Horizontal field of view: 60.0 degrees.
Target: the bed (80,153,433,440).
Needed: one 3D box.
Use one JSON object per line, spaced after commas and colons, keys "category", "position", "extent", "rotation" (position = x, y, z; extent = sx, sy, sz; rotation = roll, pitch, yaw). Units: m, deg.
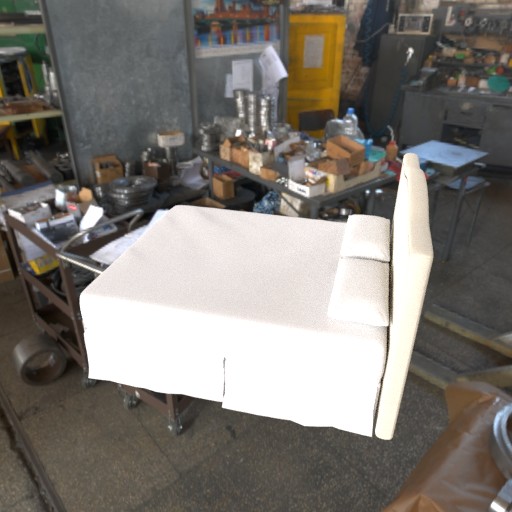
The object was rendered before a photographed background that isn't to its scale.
{"category": "bed", "position": [0.000, 0.000, 3.356], "extent": [2.196, 1.449, 1.741], "rotation": [8, 31, 13]}
